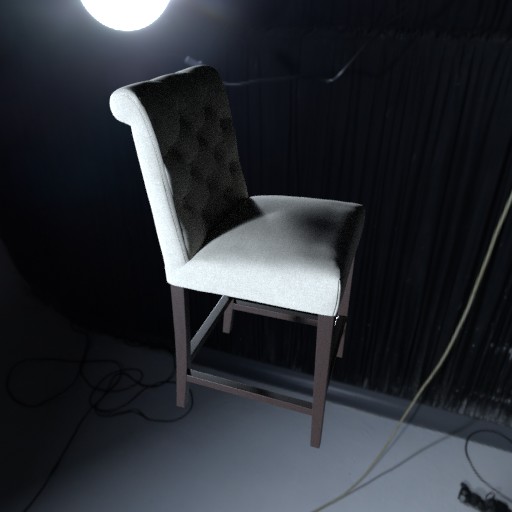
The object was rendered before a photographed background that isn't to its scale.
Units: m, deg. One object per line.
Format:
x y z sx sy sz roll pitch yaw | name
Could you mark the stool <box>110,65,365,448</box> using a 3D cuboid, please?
0.000 0.000 1.385 0.601 1.040 0.493 10 32 16 | stool
